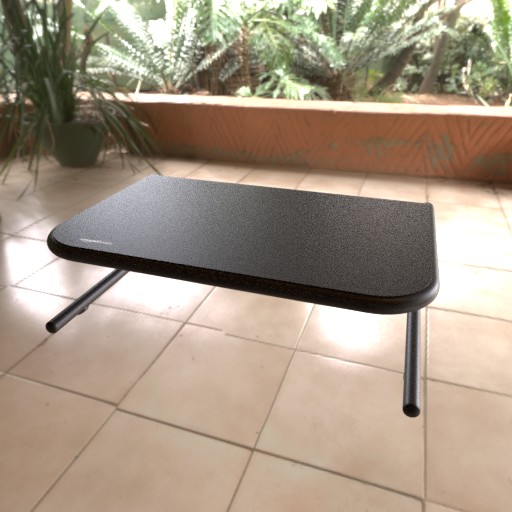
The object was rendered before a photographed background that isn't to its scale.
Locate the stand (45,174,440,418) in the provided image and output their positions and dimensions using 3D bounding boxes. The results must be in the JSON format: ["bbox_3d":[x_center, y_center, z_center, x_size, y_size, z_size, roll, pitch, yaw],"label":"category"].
[{"bbox_3d":[0.000,0.000,0.503,0.370,0.108,0.280,9,28,16],"label":"stand"}]
